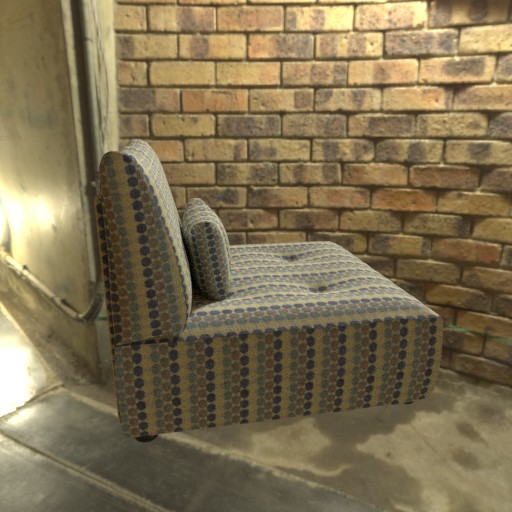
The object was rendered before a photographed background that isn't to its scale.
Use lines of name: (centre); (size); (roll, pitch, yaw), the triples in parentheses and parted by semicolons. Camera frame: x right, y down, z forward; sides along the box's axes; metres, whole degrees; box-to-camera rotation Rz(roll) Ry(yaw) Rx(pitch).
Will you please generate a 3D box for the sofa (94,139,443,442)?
sofa: (0.000, 0.000, 1.666); (1.000, 0.830, 0.930); (-3, 17, -11)
